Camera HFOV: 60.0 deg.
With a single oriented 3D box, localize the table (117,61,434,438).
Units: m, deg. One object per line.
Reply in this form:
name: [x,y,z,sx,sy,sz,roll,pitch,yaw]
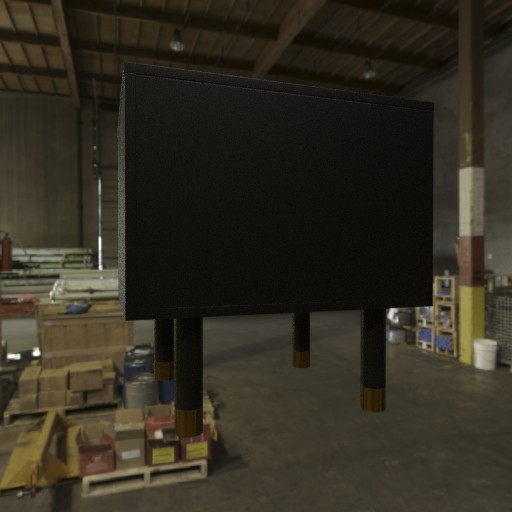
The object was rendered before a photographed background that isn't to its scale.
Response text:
table: [0.000,0.000,0.961,0.564,0.584,0.441,0,0,-19]
